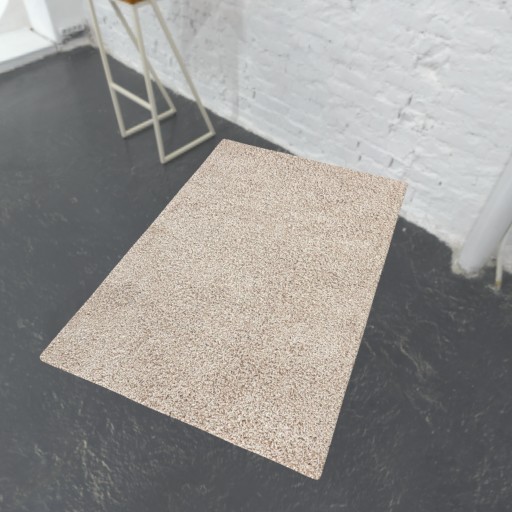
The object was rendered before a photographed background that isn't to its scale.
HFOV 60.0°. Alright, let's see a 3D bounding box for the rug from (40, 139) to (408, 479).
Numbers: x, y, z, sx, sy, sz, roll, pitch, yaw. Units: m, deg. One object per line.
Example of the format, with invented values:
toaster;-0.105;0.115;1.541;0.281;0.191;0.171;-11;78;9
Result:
rug;0.000;0.000;2.242;1.219;0.030;1.778;17;50;15
